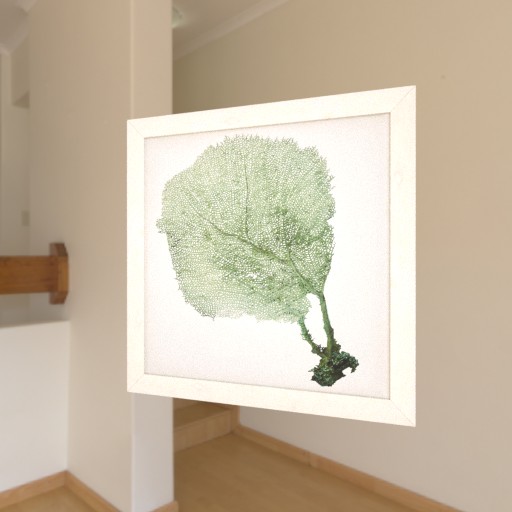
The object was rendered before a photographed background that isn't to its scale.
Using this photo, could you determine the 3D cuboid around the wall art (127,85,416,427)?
[{"bbox_3d":[0.000,0.000,0.865,0.584,0.584,0.013,0,0,20],"label":"wall art"}]
